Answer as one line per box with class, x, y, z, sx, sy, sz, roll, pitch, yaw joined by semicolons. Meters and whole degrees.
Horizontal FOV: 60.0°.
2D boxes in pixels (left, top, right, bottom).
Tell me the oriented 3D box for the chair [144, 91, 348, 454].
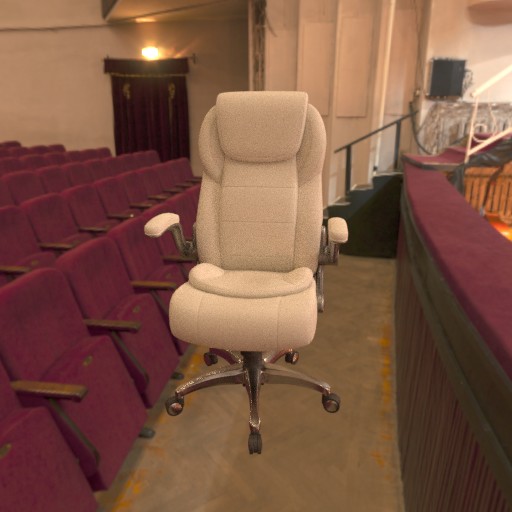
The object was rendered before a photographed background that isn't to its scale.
chair;0.000;0.000;1.843;0.755;1.330;0.806;2;17;7
